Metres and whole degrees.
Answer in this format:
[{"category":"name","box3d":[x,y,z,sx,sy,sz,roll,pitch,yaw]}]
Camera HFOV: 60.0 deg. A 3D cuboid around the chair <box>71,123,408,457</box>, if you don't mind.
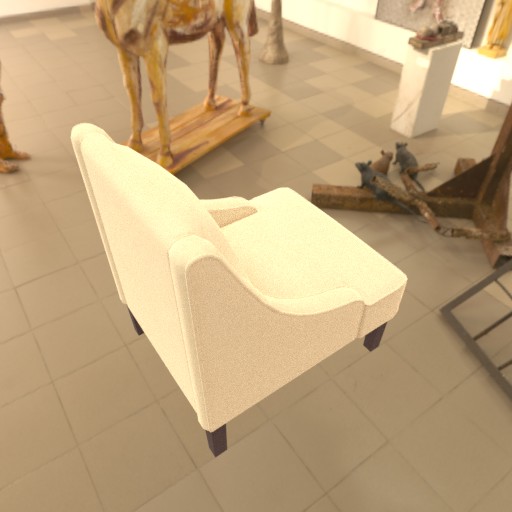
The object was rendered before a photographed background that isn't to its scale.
[{"category":"chair","box3d":[0.000,0.000,1.478,0.806,0.886,0.689,-26,49,-25]}]
